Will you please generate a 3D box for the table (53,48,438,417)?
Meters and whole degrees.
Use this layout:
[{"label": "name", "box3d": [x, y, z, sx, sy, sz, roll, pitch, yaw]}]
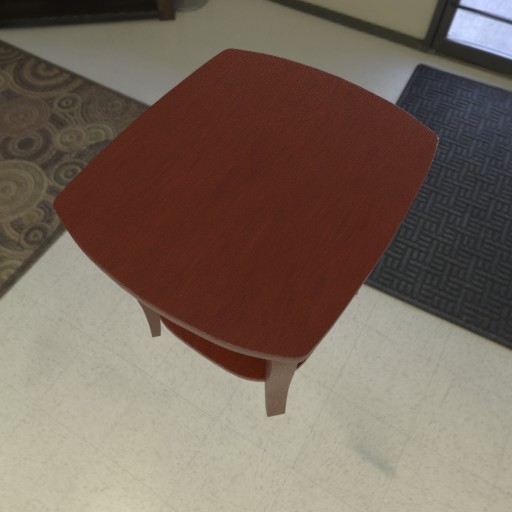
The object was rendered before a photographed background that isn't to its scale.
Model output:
[{"label": "table", "box3d": [0.000, 0.000, 0.859, 0.433, 0.496, 0.502, 30, 64, 17]}]
